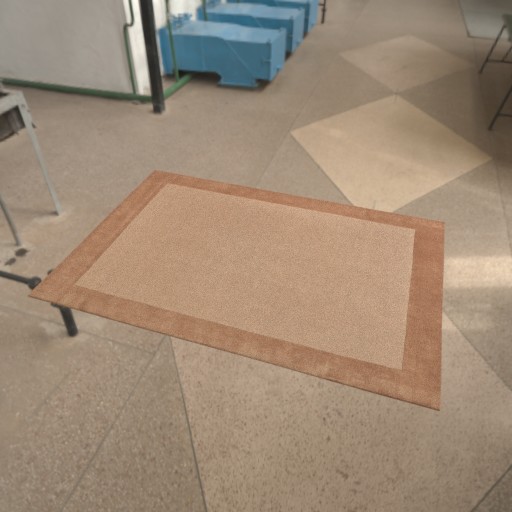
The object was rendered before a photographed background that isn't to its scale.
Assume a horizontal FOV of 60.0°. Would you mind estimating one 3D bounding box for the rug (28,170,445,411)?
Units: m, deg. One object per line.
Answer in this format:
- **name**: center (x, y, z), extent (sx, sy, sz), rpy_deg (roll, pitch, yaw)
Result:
- **rug**: center (0.000, 0.000, 2.274), extent (1.829, 0.014, 1.219), rpy_deg (12, 42, 14)
